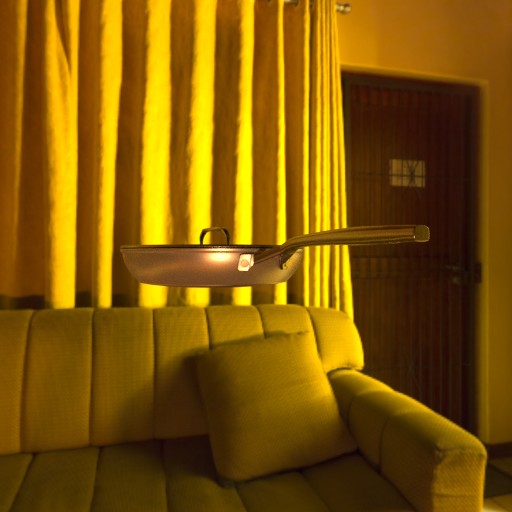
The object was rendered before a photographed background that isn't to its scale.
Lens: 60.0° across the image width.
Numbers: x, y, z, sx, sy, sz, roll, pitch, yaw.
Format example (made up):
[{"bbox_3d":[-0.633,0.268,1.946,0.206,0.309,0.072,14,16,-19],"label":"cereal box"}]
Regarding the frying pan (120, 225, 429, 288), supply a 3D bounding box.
[{"bbox_3d":[0.000,0.000,0.582,0.272,0.086,0.490,0,0,-36],"label":"frying pan"}]
